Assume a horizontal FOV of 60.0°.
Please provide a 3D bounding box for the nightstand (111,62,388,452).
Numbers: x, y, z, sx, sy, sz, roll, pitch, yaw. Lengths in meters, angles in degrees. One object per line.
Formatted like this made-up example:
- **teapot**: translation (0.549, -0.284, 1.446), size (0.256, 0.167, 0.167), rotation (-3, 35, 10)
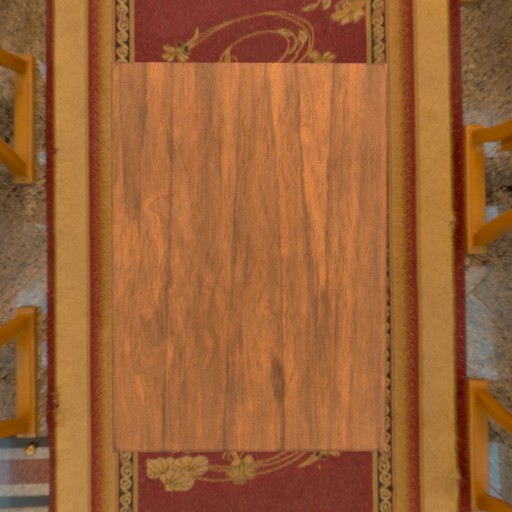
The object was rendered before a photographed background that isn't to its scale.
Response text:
- **nightstand**: translation (0.000, 0.000, 0.999), size (0.458, 0.610, 0.610), rotation (0, 91, -1)
